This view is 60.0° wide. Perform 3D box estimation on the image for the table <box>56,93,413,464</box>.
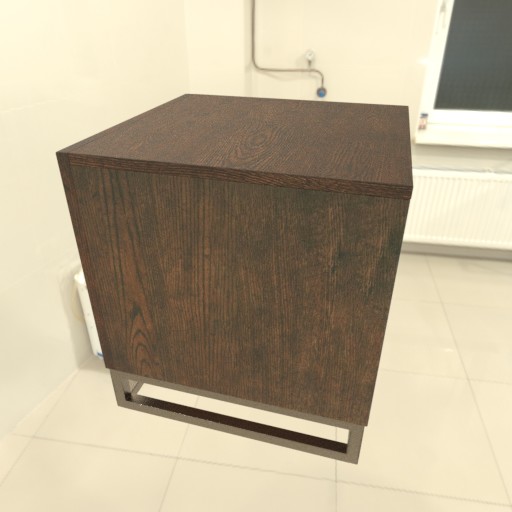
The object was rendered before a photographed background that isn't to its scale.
[{"bbox_3d":[0.000,0.000,0.992,0.566,0.582,0.506,8,31,14],"label":"table"}]
